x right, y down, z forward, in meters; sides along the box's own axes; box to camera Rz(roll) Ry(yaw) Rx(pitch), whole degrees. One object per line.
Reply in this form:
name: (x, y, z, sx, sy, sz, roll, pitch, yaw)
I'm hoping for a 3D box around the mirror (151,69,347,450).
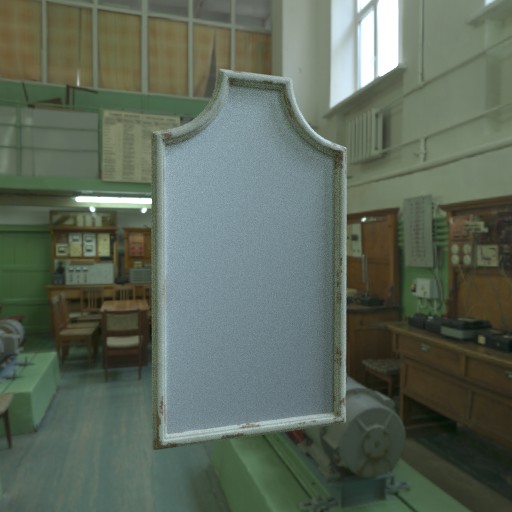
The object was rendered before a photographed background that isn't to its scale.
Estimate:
mirror: (0.000, 0.000, 0.880, 0.403, 0.717, 0.022, 0, 1, -18)
